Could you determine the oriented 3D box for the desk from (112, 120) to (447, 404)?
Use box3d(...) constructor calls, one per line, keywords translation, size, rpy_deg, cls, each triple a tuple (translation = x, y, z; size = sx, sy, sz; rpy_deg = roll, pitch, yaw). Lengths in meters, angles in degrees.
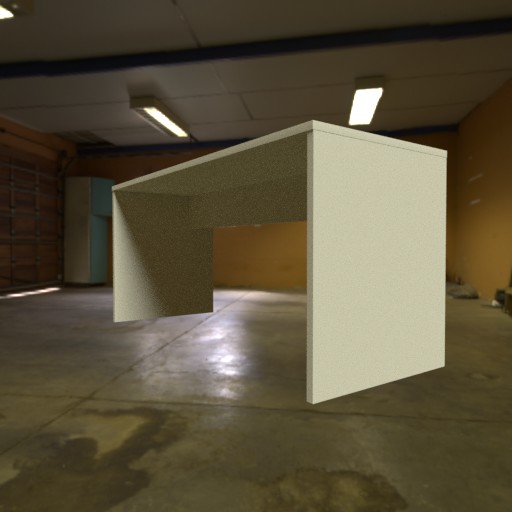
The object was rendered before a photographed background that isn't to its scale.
box3d(translation=(0.000, 0.000, 2.050), size=(0.802, 0.750, 1.600), rpy_deg=(-1, 2, -36), cls="desk")
